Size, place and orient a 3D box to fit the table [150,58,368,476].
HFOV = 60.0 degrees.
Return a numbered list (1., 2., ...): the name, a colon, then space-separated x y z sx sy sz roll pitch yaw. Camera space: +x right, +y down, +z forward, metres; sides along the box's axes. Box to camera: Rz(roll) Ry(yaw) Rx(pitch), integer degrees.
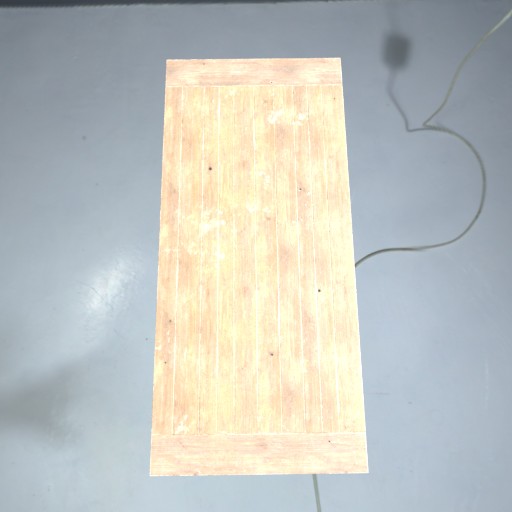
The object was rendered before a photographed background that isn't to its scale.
1. table: 0.000 0.000 2.100 0.820 0.465 1.800 -1 76 0
